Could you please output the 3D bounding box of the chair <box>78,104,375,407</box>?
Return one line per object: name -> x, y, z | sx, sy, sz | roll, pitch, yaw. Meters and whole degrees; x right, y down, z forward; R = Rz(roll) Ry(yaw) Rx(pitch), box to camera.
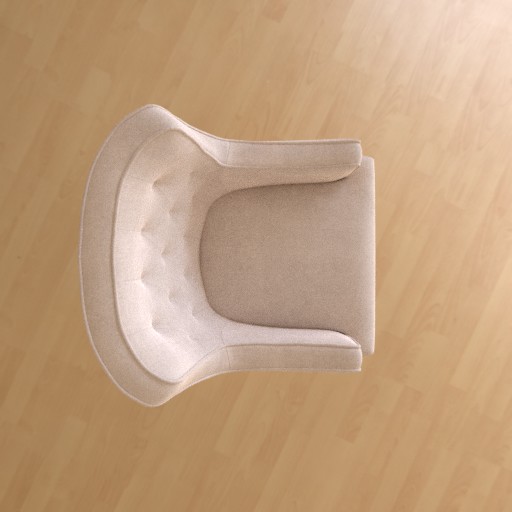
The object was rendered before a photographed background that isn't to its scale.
chair -> 0.000, 0.000, 1.558 | 0.910, 0.920, 0.781 | 0, 90, -1
